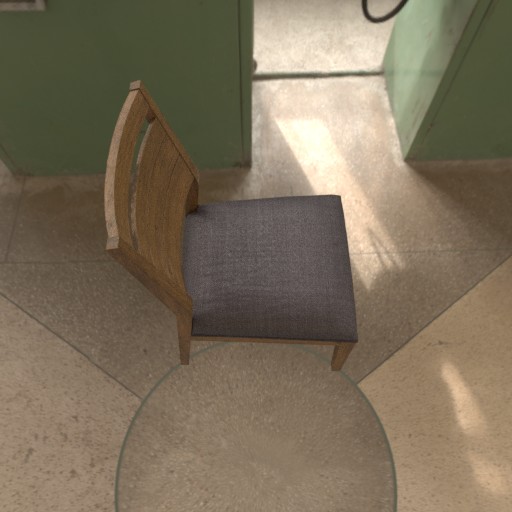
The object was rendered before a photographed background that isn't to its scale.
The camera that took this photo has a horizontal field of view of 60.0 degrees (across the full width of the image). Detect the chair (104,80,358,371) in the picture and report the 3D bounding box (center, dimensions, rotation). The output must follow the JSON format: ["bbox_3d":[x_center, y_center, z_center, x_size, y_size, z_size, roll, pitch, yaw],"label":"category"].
[{"bbox_3d":[0.000,0.000,1.318,0.610,0.939,0.501,-1,64,0],"label":"chair"}]
